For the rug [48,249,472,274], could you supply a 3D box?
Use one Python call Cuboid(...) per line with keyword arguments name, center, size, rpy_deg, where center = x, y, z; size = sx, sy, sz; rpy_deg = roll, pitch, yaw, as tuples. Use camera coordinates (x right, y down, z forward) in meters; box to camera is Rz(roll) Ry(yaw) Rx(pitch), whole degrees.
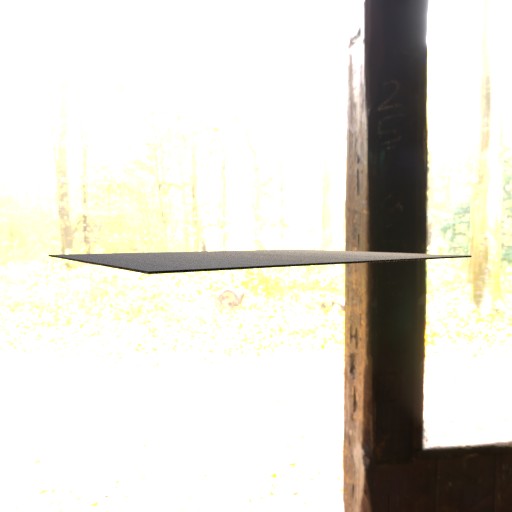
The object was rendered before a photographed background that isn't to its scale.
Cuboid(name="rug", center=(0.000, 0.000, 3.892), size=(2.932, 0.015, 2.315), rpy_deg=(-2, 3, -36))
